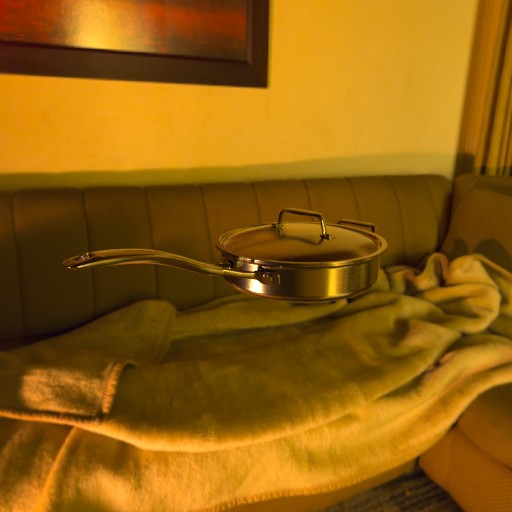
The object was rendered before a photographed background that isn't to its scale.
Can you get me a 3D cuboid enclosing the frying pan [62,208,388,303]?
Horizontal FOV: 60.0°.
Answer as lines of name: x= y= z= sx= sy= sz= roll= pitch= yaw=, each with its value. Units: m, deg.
frying pan: x=0.000 y=0.000 z=0.662 sx=0.280 sy=0.114 sz=0.561 roll=15 pitch=22 yaw=43
